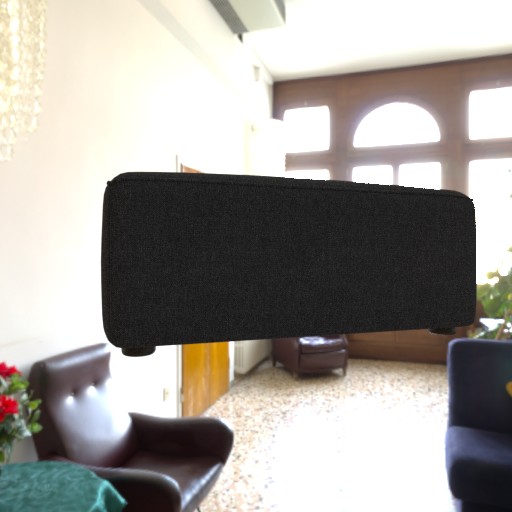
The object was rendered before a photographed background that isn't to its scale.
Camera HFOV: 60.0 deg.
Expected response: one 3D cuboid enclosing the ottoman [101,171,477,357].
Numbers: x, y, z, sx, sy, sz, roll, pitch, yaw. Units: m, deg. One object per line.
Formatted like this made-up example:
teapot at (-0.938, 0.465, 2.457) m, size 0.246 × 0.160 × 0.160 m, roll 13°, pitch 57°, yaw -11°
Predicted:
ottoman at (0.000, 0.000, 1.535) m, size 1.000 × 0.439 × 1.000 m, roll 0°, pitch 0°, yaw -18°
